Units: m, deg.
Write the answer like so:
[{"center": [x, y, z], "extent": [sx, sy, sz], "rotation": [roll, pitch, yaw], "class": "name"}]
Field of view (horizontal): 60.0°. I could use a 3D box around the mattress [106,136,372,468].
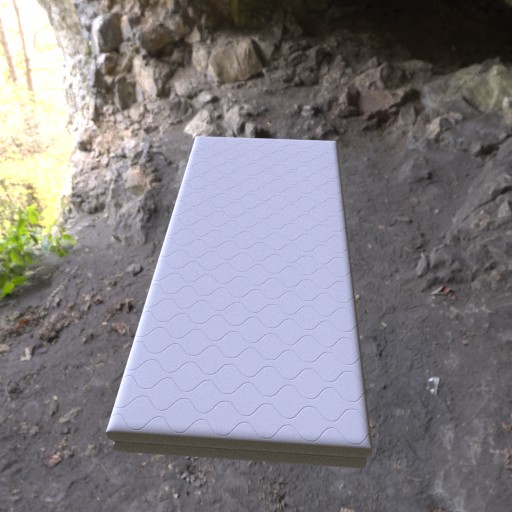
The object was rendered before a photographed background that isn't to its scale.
[{"center": [0.000, 0.000, 2.192], "extent": [0.900, 0.200, 1.900], "rotation": [3, 46, 3], "class": "mattress"}]
